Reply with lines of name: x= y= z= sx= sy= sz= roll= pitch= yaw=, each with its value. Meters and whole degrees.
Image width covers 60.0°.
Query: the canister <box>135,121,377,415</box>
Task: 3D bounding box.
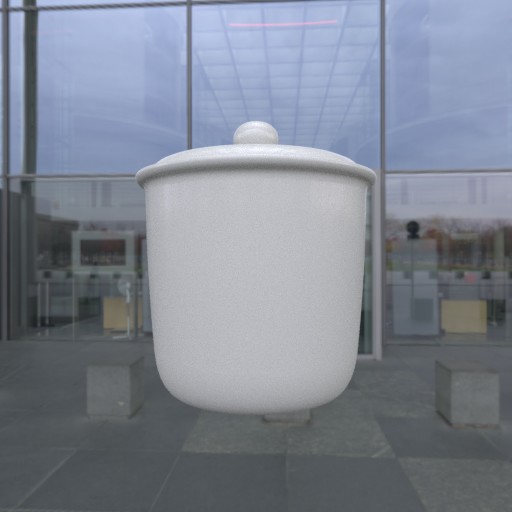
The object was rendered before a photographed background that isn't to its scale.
canister: x=0.000 y=0.000 z=0.346 sx=0.182 sy=0.208 sz=0.182 roll=0 pitch=0 yaw=0
